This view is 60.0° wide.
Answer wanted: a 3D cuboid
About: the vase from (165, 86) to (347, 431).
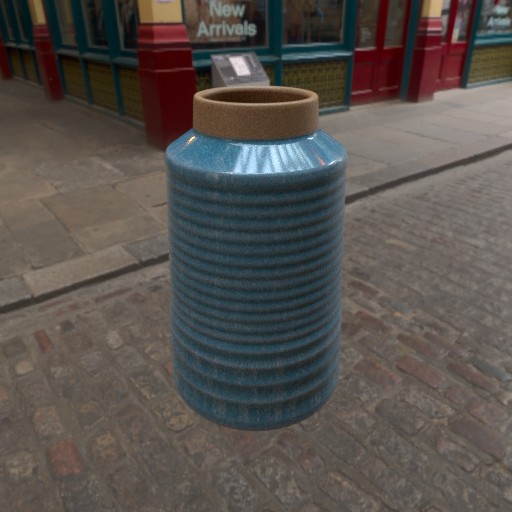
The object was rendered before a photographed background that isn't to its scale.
[{"bbox_3d":[0.000,0.000,0.384,0.163,0.267,0.163,0,28,0],"label":"vase"}]
